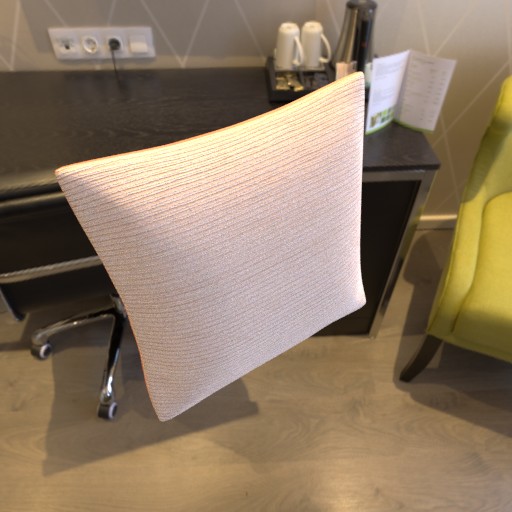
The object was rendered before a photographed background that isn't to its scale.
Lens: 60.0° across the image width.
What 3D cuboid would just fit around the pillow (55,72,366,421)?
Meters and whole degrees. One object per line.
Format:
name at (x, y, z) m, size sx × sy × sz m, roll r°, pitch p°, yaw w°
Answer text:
pillow at (0.000, 0.000, 0.646) m, size 0.424 × 0.401 × 0.177 m, roll -25°, pitch 52°, yaw -22°
